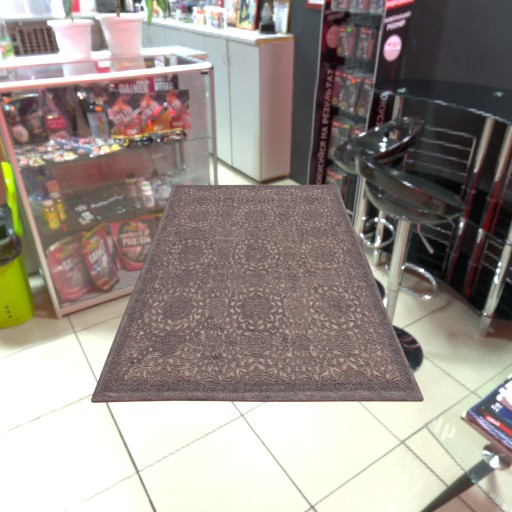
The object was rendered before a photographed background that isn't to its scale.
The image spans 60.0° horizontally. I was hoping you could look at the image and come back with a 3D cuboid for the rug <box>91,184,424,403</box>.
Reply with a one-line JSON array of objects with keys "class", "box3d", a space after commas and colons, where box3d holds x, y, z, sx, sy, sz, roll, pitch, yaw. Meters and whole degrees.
[{"class": "rug", "box3d": [0.000, 0.000, 3.084, 1.535, 0.022, 2.498, 0, 32, 0]}]
